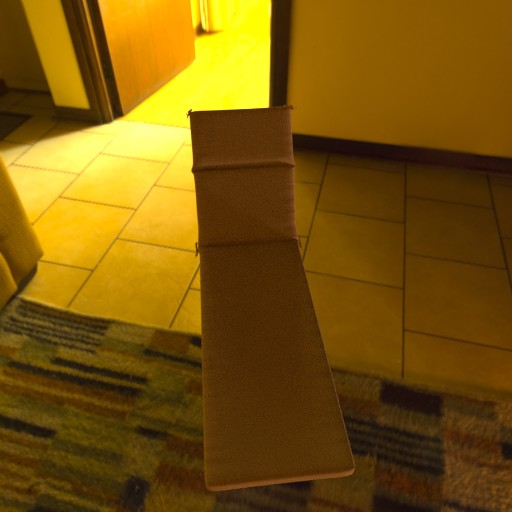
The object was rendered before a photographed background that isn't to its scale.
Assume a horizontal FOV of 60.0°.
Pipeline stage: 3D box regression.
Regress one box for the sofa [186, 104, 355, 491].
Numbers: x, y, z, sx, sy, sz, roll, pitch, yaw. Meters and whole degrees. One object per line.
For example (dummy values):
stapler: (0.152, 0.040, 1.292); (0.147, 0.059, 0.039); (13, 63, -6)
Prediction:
sofa: (0.000, 0.000, 1.913); (0.582, 0.622, 1.663); (-4, 45, -4)
